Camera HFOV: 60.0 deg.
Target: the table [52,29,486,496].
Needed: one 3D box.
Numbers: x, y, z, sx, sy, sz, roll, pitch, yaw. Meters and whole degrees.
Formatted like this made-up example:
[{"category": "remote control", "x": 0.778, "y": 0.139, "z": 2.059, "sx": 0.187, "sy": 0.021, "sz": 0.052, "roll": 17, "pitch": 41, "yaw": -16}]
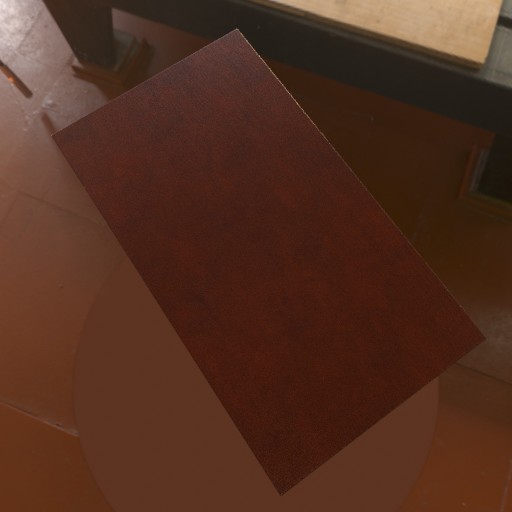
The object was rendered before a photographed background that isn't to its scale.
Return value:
[{"category": "table", "x": 0.000, "y": 0.000, "z": 1.210, "sx": 0.533, "sy": 0.456, "sz": 0.943, "roll": -34, "pitch": 78, "yaw": -8}]
